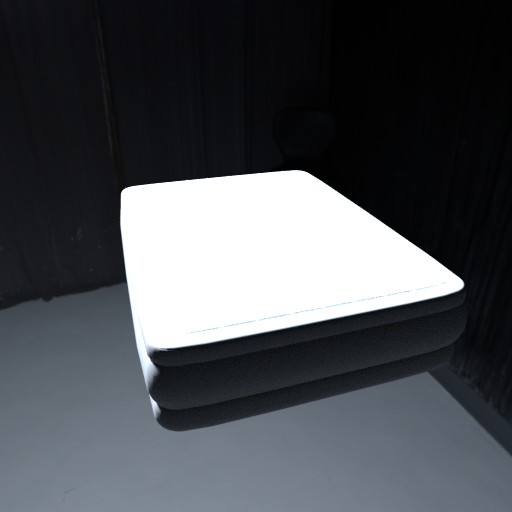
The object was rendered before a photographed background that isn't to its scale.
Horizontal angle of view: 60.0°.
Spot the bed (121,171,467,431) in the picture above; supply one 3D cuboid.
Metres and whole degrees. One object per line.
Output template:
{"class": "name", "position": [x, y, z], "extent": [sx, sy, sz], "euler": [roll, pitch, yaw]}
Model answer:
{"class": "bed", "position": [0.000, 0.000, 2.682], "extent": [1.520, 0.460, 2.036], "euler": [-9, 29, -16]}
